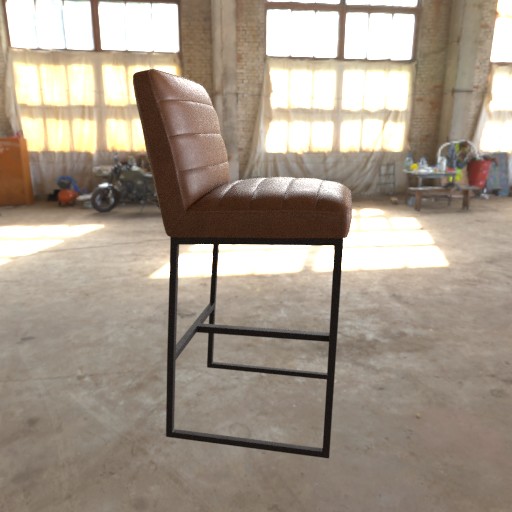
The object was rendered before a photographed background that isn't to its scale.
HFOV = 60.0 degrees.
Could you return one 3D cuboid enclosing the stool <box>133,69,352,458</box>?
[{"bbox_3d":[0.000,0.000,1.364,0.556,1.040,0.458,3,16,11],"label":"stool"}]
